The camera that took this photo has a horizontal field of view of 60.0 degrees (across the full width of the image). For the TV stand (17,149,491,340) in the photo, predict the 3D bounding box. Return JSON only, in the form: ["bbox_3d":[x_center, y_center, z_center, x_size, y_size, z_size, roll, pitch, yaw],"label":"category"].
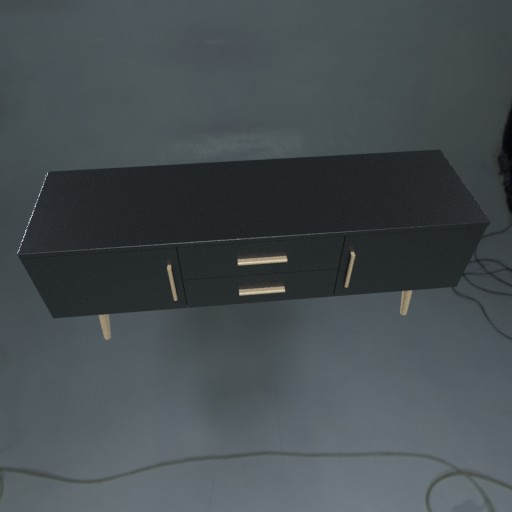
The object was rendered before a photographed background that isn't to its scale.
[{"bbox_3d":[0.000,0.000,1.530,1.312,0.518,0.390,-4,46,-4],"label":"TV stand"}]
